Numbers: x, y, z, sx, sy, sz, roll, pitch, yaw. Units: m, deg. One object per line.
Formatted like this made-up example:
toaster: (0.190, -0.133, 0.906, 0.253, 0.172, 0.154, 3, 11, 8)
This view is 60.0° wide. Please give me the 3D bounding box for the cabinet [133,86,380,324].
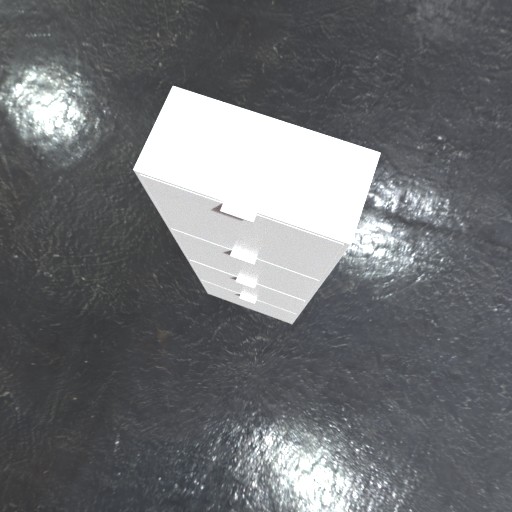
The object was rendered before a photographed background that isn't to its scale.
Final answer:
cabinet: (0.000, 0.000, 1.804, 0.520, 1.630, 0.255, 19, 76, 5)
